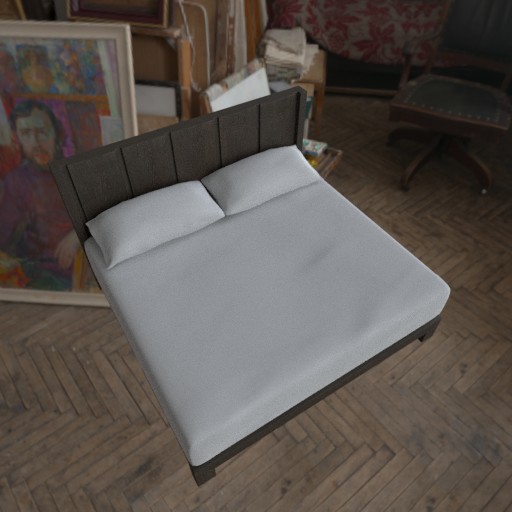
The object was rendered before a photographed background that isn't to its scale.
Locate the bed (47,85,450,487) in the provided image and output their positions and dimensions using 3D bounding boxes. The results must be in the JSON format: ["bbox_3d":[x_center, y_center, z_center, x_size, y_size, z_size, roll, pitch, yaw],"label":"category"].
[{"bbox_3d":[0.000,0.000,3.321,2.134,1.270,2.012,-25,52,-21],"label":"bed"}]
